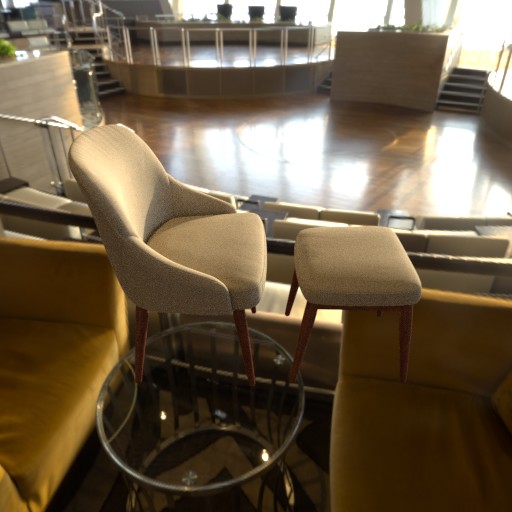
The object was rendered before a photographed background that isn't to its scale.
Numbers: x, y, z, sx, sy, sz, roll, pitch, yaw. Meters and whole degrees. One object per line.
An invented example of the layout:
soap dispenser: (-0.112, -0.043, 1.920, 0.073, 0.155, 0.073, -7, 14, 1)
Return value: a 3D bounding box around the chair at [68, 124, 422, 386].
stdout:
chair: (0.000, 0.000, 1.594, 1.114, 0.866, 0.584, 0, 32, 1)
